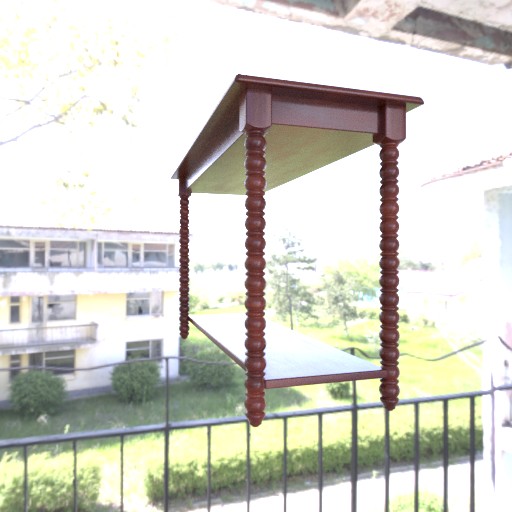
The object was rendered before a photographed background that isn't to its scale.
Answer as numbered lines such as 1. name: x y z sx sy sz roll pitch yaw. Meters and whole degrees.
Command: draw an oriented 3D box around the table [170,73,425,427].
1. table: 0.000 0.000 1.523 0.459 0.740 1.184 0 0 -17
